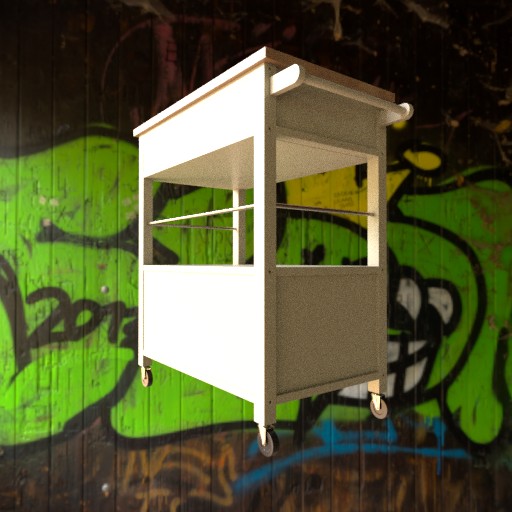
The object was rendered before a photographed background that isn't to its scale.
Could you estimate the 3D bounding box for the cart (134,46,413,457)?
[{"bbox_3d":[0.000,0.000,1.368,0.459,0.901,0.840,0,-1,-37],"label":"cart"}]
